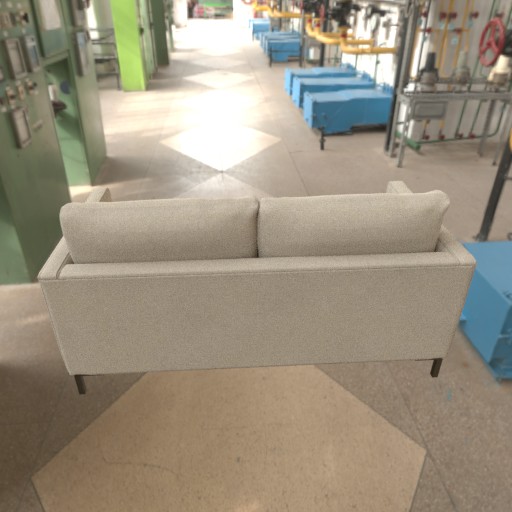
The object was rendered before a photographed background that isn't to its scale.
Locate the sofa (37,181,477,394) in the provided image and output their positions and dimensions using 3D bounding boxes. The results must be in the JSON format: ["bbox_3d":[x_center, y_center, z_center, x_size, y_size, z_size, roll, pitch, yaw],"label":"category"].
[{"bbox_3d":[0.000,0.000,2.122,1.682,0.840,0.875,-2,31,-3],"label":"sofa"}]
